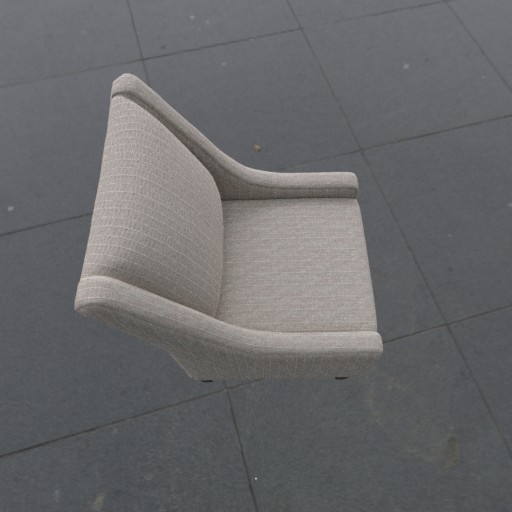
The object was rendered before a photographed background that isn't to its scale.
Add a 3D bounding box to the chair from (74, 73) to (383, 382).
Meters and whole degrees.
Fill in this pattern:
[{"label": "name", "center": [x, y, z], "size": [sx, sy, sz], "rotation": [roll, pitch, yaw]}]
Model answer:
[{"label": "chair", "center": [0.000, 0.000, 1.617], "size": [0.870, 1.014, 0.774], "rotation": [-1, 63, -1]}]
